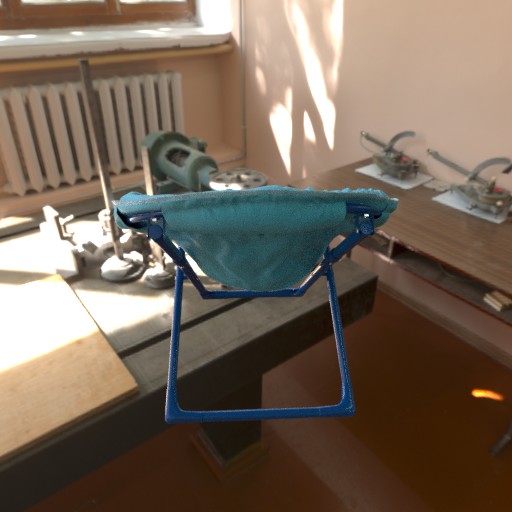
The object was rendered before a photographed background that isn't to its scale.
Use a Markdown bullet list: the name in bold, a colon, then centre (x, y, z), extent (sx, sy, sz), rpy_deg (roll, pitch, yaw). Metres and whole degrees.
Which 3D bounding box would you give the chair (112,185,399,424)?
- **chair**: centre (0.000, 0.000, 0.904), extent (0.520, 0.478, 0.465), rpy_deg (-1, 31, -2)
